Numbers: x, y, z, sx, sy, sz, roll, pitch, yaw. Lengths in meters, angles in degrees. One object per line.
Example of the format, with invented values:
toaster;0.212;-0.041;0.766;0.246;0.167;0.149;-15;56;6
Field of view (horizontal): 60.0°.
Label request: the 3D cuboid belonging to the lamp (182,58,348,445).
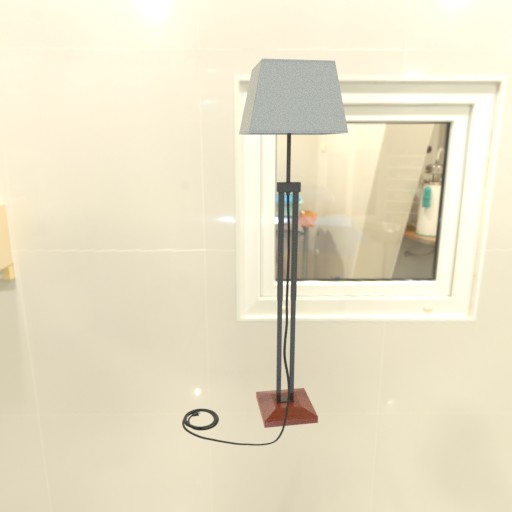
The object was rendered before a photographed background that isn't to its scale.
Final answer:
lamp;0.000;0.000;2.056;0.745;1.712;0.472;-2;14;-8
